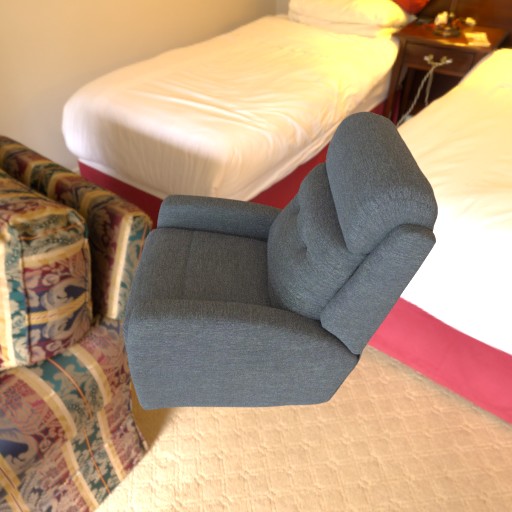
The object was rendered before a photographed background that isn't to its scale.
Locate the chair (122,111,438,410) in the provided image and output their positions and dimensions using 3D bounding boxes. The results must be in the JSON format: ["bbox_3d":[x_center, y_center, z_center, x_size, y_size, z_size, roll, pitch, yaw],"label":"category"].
[{"bbox_3d":[0.000,0.000,1.739,1.043,1.013,0.798,0,41,0],"label":"chair"}]
